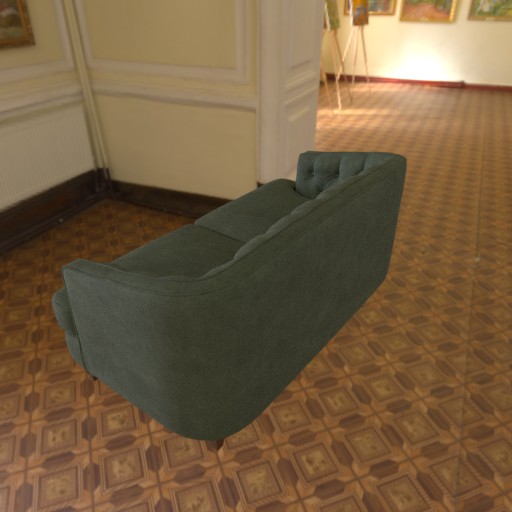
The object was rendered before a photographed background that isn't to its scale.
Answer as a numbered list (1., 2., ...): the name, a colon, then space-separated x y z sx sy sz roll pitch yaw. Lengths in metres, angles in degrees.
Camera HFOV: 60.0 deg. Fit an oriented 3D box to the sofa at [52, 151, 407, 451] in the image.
1. sofa: 0.000 0.000 2.231 0.941 0.855 1.733 22 38 32
